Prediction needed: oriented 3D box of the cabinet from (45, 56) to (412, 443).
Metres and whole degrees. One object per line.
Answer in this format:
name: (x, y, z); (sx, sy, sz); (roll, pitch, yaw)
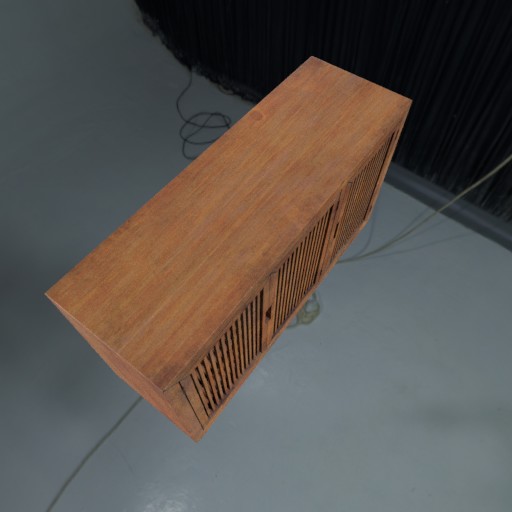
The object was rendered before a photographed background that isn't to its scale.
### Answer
cabinet: (0.000, 0.000, 1.628); (0.403, 0.805, 1.204); (33, 64, 19)
